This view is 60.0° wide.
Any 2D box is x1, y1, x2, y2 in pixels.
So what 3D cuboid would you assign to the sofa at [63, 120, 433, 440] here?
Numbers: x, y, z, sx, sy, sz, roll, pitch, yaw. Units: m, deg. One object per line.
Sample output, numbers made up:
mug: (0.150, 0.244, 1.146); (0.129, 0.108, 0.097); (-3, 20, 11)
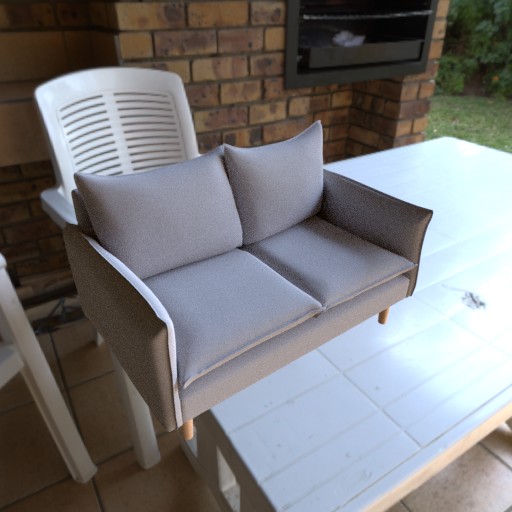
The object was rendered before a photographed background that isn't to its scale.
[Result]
sofa: (0.000, 0.000, 1.860); (1.300, 0.840, 0.820); (-21, 36, -31)
